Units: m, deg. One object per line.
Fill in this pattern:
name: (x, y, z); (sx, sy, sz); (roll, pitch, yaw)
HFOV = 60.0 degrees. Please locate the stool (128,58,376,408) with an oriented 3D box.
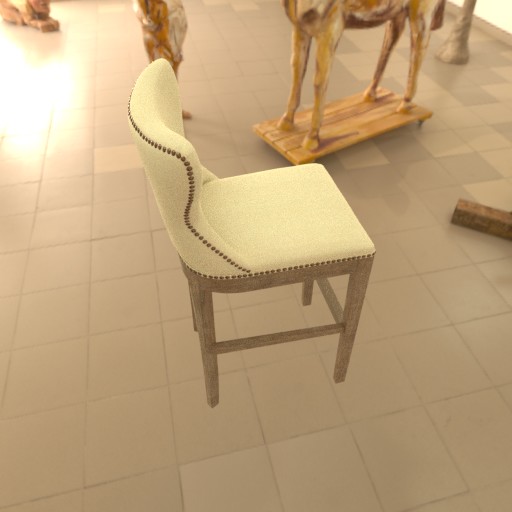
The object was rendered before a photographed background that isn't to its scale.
stool: (0.000, 0.000, 1.430); (0.606, 1.123, 0.494); (-10, 45, -10)
